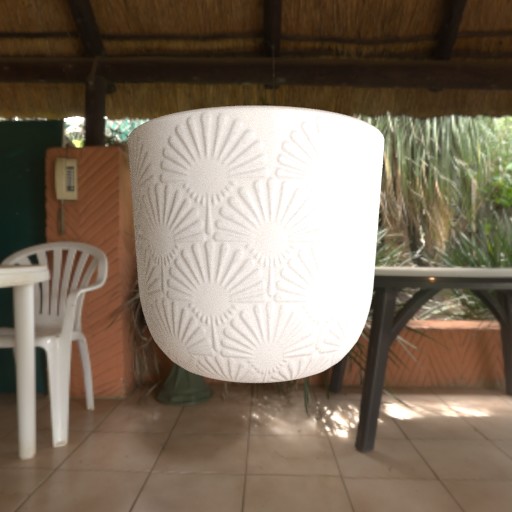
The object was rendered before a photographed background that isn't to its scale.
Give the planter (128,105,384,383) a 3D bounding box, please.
[{"bbox_3d":[0.000,0.000,0.305,0.170,0.152,0.170,0,0,0],"label":"planter"}]
